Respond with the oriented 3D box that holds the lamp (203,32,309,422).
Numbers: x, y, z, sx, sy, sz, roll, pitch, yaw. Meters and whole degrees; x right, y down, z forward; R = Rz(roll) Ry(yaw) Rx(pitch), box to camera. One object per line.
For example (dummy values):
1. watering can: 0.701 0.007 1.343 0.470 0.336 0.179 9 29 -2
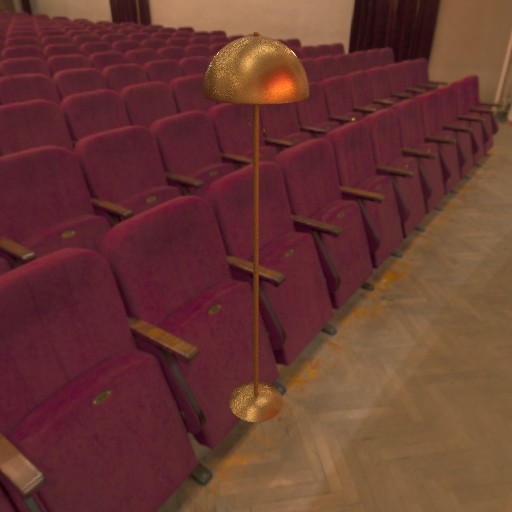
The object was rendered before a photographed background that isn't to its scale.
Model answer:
1. lamp: 0.000 0.000 1.641 0.328 1.480 0.328 19 34 31
